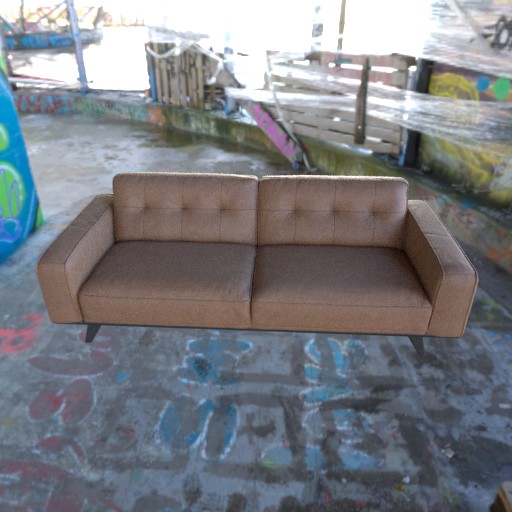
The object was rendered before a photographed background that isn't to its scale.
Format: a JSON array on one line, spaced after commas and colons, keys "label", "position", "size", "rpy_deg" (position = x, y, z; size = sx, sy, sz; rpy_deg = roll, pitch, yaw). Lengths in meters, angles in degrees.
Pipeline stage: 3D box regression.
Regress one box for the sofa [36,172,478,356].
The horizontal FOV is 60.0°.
[{"label": "sofa", "position": [0.000, 0.000, 2.701], "size": [2.270, 0.780, 0.953], "rpy_deg": [2, 30, 3]}]
